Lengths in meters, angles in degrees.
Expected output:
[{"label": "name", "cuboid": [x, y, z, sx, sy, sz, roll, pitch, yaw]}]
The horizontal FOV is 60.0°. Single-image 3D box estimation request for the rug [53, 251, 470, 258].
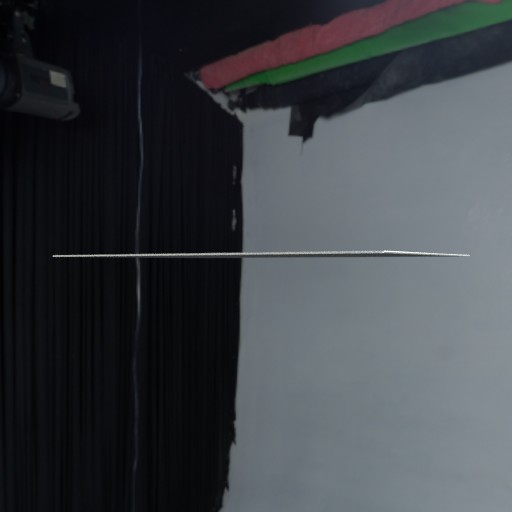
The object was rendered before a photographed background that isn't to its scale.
[{"label": "rug", "cuboid": [0.000, 0.000, 2.296, 1.813, 0.006, 1.202, 0, -1, 37]}]
